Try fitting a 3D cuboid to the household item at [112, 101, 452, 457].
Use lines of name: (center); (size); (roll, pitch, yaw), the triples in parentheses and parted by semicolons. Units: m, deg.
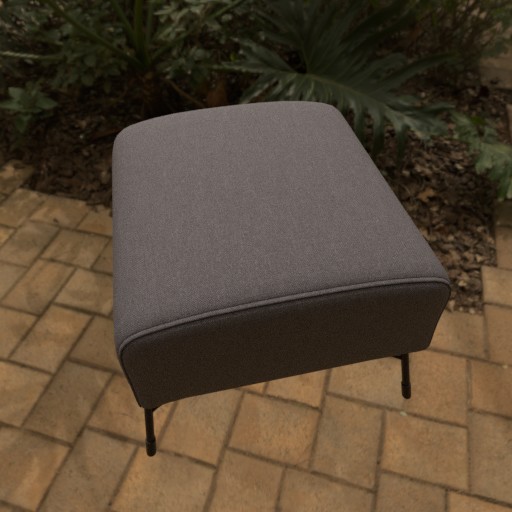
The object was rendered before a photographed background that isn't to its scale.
household item: (0.000, 0.000, 0.876); (0.530, 0.410, 0.530); (-9, 49, -8)
